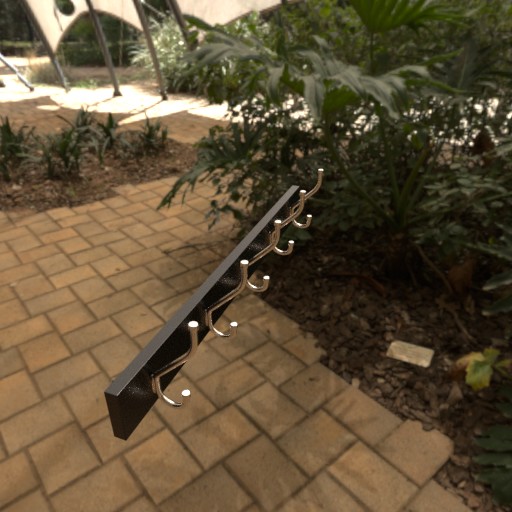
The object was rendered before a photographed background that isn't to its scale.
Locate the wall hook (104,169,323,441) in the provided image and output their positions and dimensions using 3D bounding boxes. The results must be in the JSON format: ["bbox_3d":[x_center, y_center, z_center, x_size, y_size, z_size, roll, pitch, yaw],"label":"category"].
[{"bbox_3d":[0.000,0.000,0.619,0.071,0.117,0.571,11,31,18],"label":"wall hook"}]
